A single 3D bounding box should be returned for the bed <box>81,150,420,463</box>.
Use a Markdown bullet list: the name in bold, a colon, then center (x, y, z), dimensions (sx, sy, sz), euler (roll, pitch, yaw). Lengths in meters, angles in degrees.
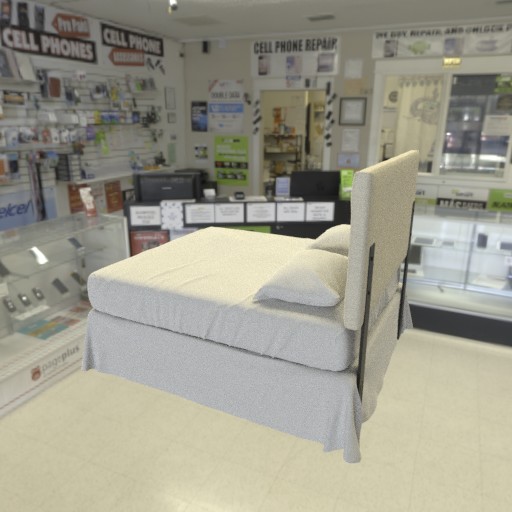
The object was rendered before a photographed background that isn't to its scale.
- **bed**: center (0.000, 0.000, 3.448), dimensions (2.222, 1.577, 1.936), euler (9, 19, 26)
